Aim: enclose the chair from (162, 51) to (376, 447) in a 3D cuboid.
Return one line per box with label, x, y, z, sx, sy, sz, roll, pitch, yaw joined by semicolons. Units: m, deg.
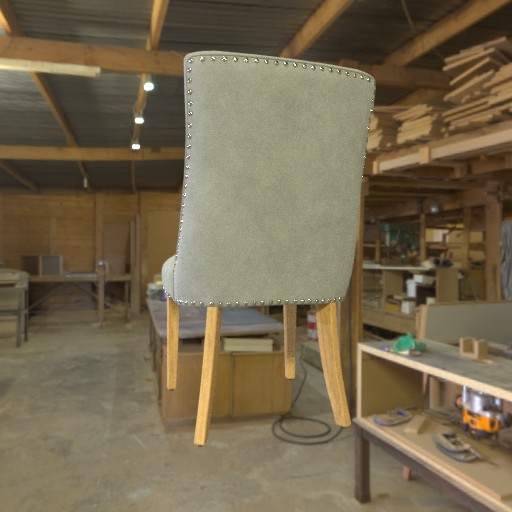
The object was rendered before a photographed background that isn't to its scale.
chair;0.000;0.000;1.273;0.495;0.902;0.610;0;1;-17
